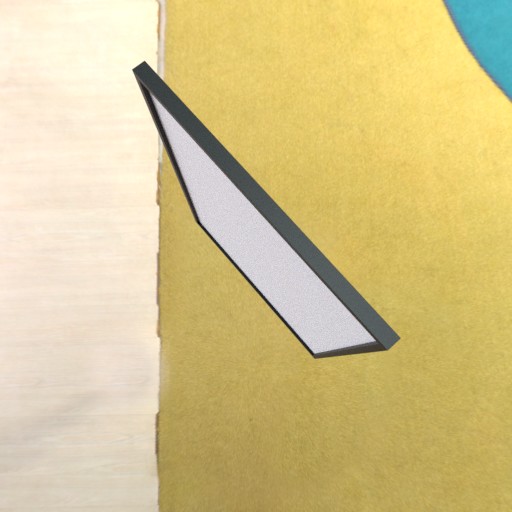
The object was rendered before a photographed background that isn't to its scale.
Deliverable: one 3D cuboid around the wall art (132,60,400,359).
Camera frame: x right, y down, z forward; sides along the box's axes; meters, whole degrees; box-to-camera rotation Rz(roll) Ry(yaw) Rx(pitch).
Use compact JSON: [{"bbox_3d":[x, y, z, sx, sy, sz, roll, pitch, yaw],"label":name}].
[{"bbox_3d":[0.000,0.000,1.429,0.036,1.070,0.802,-40,79,-9],"label":"wall art"}]
